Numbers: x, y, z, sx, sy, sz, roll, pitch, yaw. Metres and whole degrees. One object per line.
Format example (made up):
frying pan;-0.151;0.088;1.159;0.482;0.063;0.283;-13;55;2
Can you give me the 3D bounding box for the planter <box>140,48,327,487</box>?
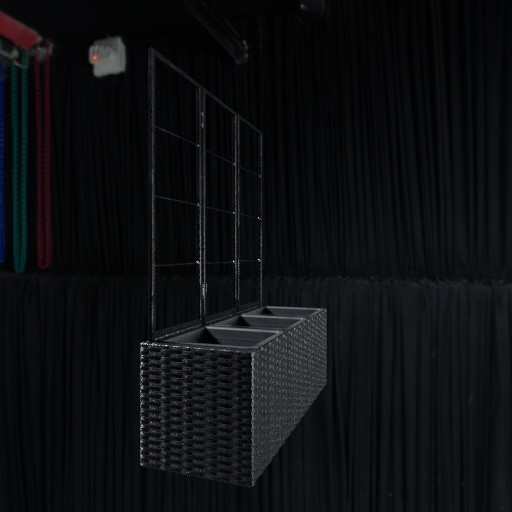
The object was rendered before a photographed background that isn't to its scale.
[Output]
planter;0.000;0.000;1.172;0.244;0.841;0.698;0;0;20
